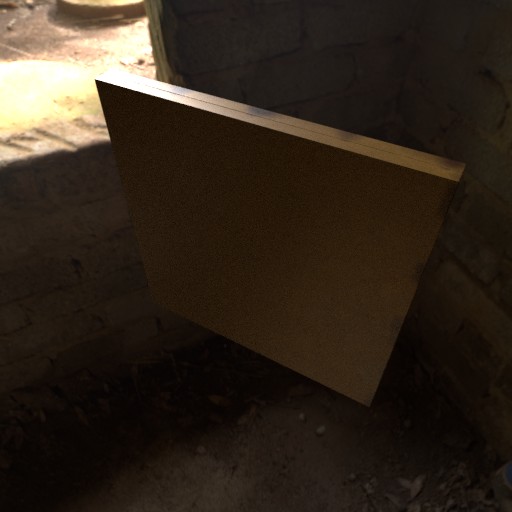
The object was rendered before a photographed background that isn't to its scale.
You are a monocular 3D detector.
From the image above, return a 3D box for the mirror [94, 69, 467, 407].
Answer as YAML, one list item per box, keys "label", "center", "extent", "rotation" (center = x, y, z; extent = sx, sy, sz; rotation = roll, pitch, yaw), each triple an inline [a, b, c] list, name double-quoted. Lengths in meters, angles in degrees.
- label: "mirror"
  center: [0.000, 0.000, 0.739]
  extent: [0.509, 0.507, 0.042]
  rotation: [22, 49, 20]
